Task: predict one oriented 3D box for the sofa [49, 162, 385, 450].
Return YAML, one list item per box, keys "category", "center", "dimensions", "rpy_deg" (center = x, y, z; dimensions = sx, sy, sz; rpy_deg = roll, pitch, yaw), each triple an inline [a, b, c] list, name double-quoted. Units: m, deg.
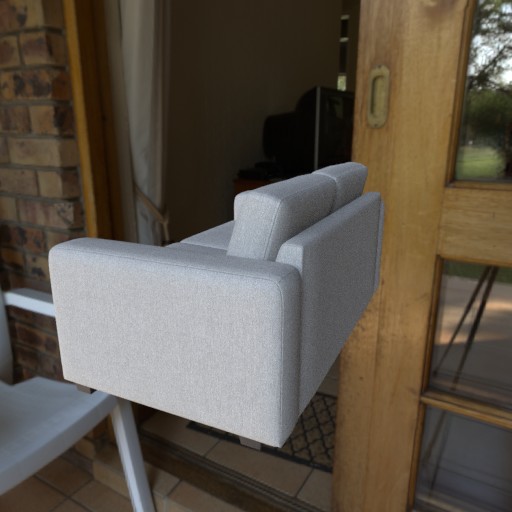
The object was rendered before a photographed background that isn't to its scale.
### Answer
- category: "sofa"
  center: [0.000, 0.000, 2.038]
  dimensions: [0.900, 0.800, 1.540]
  rpy_deg: [7, 18, 24]
